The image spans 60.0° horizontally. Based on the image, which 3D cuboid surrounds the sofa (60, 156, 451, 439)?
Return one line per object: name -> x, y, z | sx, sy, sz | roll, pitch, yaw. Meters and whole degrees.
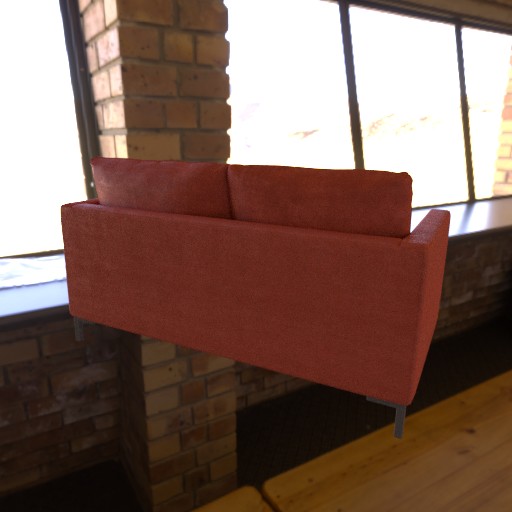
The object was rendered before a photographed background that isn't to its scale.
sofa -> 0.000, 0.000, 2.052 | 1.574, 0.896, 0.864 | 8, 17, 26
